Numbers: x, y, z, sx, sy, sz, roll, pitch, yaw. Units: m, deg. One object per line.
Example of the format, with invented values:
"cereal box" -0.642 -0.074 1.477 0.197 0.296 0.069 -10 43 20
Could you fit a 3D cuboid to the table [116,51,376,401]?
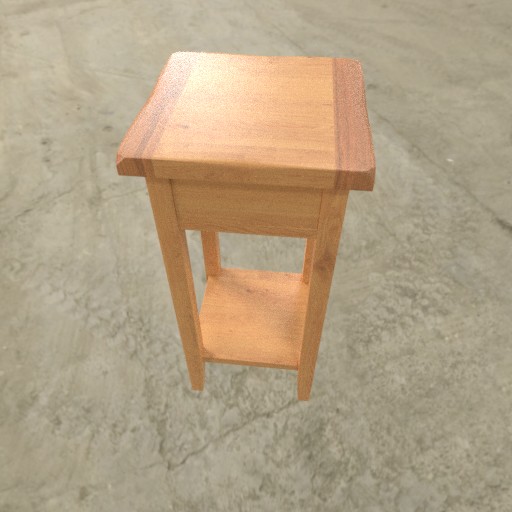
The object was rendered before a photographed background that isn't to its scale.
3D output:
"table" 0.000 0.000 0.991 0.360 0.740 0.360 4 47 4
